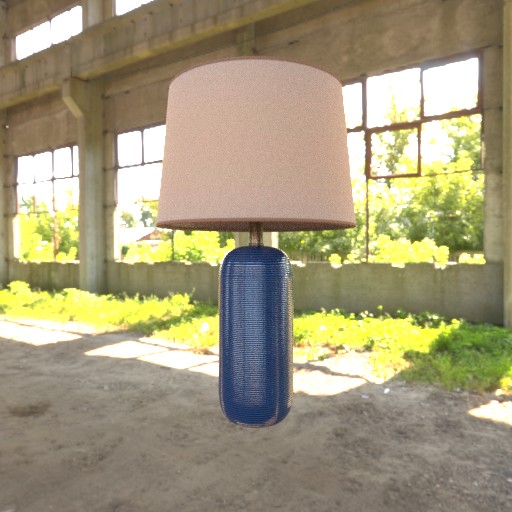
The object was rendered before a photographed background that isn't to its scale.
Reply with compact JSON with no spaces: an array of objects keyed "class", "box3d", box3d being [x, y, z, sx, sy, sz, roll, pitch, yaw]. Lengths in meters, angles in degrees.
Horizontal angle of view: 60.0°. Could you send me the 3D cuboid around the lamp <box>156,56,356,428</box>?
[{"class":"lamp","box3d":[0.000,0.000,0.833,0.367,0.609,0.367,0,1,0]}]
